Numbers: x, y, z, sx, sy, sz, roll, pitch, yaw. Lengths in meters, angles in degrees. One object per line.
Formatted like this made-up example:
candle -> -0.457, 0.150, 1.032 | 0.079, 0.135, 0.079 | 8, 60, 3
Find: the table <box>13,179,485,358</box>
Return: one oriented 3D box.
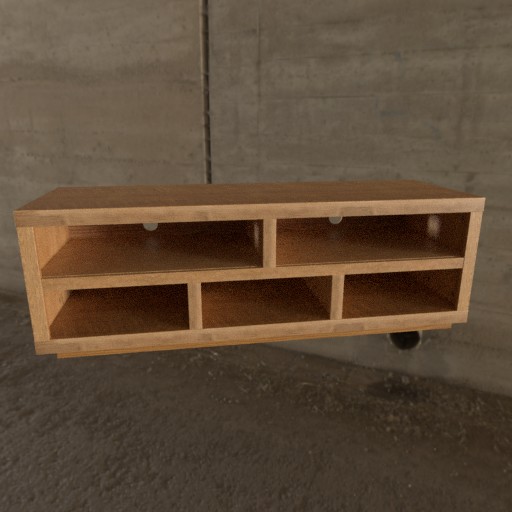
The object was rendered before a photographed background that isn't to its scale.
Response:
table -> 0.000, 0.000, 1.697 | 1.499, 0.491, 0.499 | -3, 17, -9
